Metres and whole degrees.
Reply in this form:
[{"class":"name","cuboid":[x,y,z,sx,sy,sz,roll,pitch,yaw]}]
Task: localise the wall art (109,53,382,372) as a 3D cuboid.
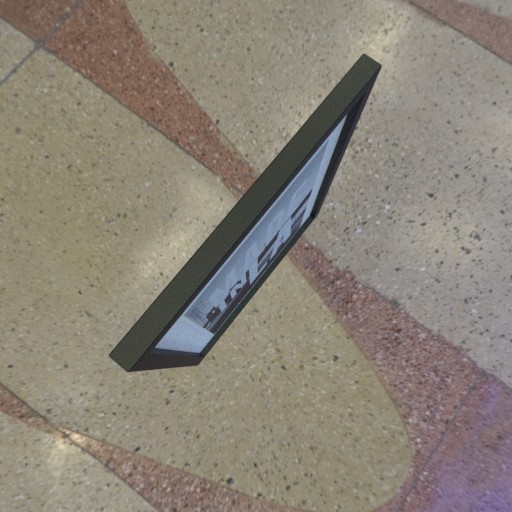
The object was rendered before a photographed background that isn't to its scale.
[{"class":"wall art","cuboid":[0.000,0.000,0.766,0.028,0.559,0.457,38,80,8]}]
